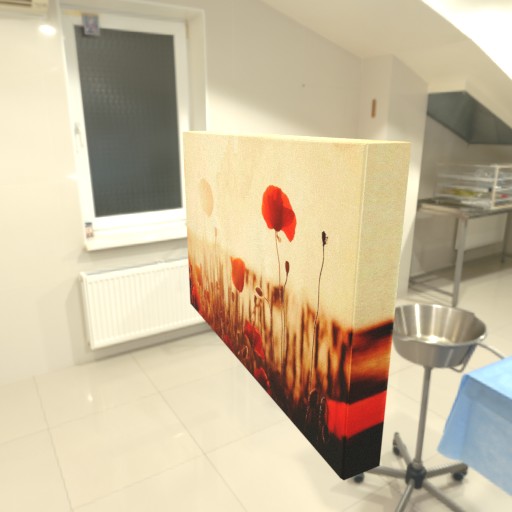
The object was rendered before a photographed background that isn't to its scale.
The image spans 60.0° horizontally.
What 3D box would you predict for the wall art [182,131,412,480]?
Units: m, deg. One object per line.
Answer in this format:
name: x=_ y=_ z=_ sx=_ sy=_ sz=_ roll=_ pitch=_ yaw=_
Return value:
wall art: x=0.000 y=0.000 z=0.475 sx=0.037 sy=0.251 sz=0.383 roll=-8 pitch=19 yaw=-24
